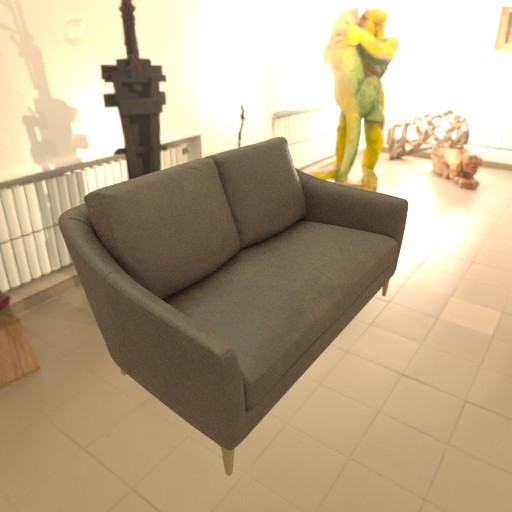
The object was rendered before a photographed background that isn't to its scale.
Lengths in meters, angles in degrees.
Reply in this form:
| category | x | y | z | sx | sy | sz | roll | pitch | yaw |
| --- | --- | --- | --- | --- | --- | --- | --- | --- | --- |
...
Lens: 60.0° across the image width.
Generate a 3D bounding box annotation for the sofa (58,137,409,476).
| category | x | y | z | sx | sy | sz | roll | pitch | yaw |
| --- | --- | --- | --- | --- | --- | --- | --- | --- | --- |
| sofa | 0.000 | 0.000 | 2.161 | 0.960 | 0.902 | 1.619 | 18 | 32 | 31 |
